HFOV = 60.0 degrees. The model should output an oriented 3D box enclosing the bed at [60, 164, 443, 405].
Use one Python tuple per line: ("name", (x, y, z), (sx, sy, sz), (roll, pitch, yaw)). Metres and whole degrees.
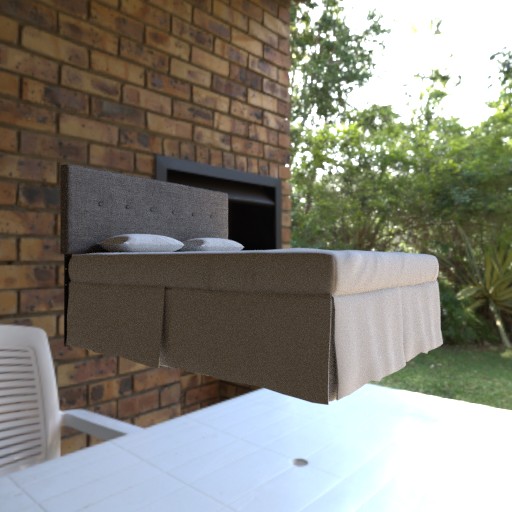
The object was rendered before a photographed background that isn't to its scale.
("bed", (0.000, 0.000, 2.887), (1.958, 1.168, 1.621), (0, 0, 37))
